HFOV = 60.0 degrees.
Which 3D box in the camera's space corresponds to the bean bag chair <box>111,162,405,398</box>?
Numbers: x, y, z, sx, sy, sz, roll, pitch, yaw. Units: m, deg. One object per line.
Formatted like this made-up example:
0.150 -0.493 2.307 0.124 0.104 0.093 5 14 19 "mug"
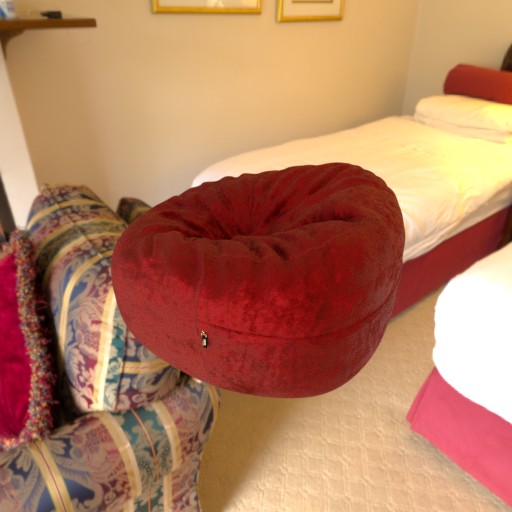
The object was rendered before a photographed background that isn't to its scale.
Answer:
0.000 0.000 2.436 1.524 0.878 1.524 8 31 13 "bean bag chair"
